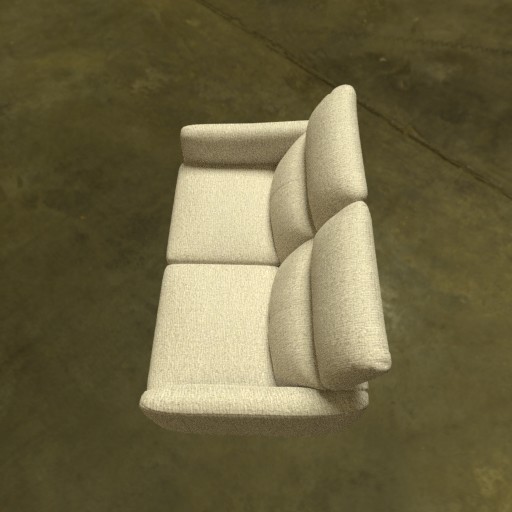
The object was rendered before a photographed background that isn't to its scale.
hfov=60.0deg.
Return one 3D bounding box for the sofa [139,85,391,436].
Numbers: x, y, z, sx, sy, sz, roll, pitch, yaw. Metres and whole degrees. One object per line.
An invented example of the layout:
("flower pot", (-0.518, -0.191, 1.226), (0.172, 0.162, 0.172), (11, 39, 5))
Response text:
("sofa", (0.000, 0.000, 2.104), (0.905, 0.950, 1.540), (1, 60, 1))
